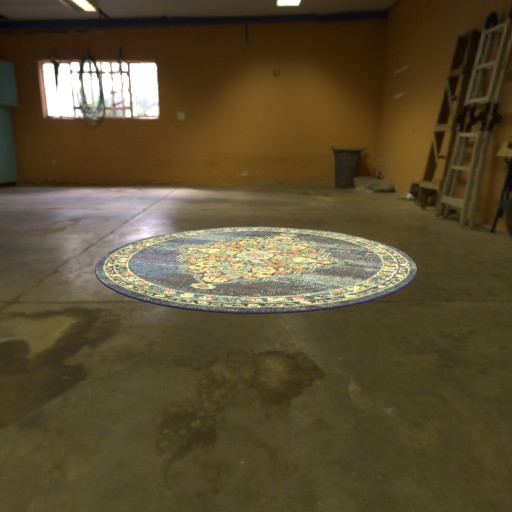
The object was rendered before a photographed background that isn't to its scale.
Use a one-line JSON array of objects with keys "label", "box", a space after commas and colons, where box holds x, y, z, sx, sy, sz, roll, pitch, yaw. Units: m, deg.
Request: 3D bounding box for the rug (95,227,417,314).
[{"label": "rug", "box": [0.000, 0.000, 2.319, 1.591, 0.010, 1.591, 0, 15, 0]}]
